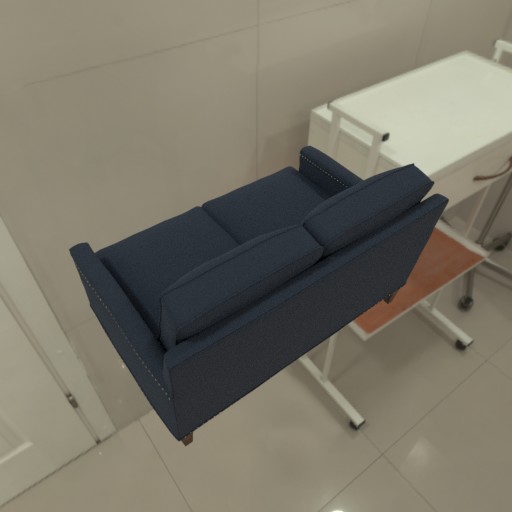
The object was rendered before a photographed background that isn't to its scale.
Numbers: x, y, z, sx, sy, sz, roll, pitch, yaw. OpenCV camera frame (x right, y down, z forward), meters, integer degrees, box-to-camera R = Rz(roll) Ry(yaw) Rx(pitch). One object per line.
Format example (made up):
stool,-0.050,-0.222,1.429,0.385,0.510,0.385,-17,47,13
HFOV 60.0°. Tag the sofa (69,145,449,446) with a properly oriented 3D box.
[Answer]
sofa,0.000,0.000,2.317,1.597,1.003,1.084,-28,52,-25
